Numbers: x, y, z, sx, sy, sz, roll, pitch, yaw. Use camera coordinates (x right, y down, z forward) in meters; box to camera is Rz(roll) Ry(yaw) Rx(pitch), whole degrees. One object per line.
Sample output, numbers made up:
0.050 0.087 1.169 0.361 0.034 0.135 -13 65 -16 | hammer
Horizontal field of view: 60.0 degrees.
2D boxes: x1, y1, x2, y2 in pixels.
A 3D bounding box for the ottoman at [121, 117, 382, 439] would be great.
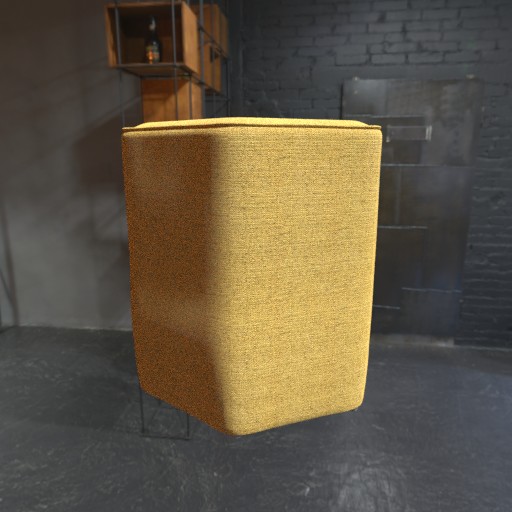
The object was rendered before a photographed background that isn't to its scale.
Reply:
0.000 0.000 0.885 0.443 0.502 0.494 2 13 9 | ottoman
